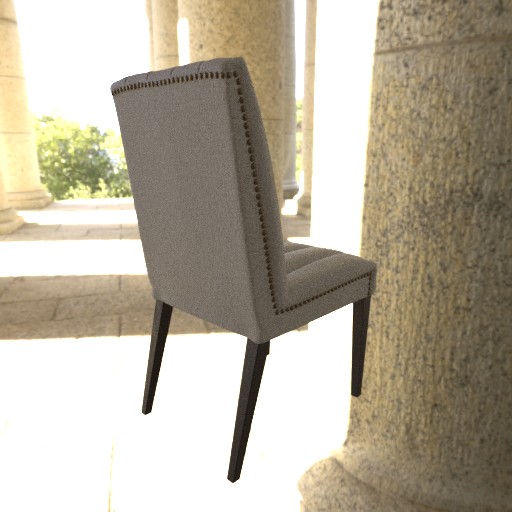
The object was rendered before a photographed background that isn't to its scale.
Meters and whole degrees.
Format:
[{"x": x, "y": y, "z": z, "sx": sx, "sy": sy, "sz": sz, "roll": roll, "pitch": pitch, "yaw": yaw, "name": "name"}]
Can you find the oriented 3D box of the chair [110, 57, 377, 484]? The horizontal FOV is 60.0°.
[{"x": 0.000, "y": 0.000, "z": 1.363, "sx": 0.511, "sy": 1.016, "sz": 0.647, "roll": 14, "pitch": 20, "yaw": 43, "name": "chair"}]
